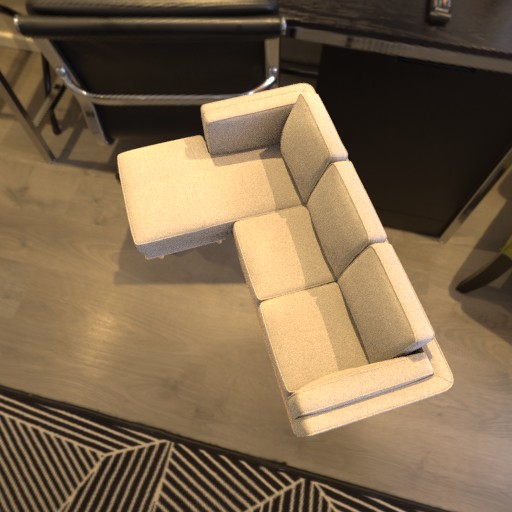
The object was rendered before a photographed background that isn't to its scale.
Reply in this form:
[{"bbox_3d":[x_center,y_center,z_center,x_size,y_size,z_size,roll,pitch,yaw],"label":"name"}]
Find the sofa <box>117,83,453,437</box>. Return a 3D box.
[{"bbox_3d":[0.000,0.000,3.056,1.604,0.929,2.411,-15,65,-7],"label":"sofa"}]
